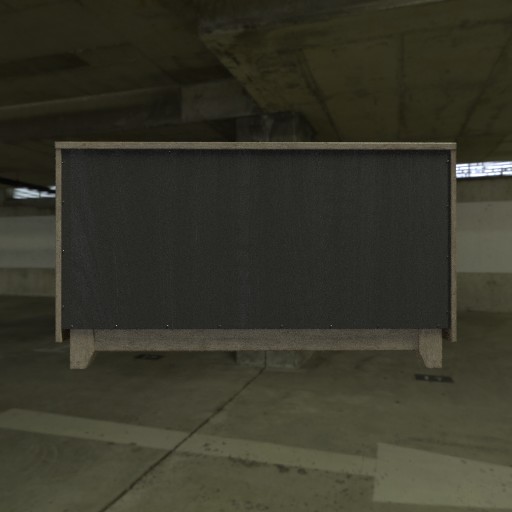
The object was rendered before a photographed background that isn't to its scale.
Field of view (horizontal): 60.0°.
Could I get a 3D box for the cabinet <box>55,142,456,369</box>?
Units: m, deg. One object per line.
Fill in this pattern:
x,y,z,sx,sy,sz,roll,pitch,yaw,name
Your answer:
0.000,0.000,1.866,1.460,0.825,0.511,0,0,-1,cabinet
